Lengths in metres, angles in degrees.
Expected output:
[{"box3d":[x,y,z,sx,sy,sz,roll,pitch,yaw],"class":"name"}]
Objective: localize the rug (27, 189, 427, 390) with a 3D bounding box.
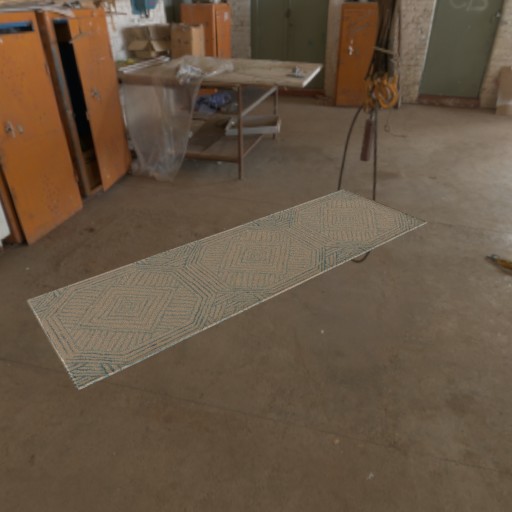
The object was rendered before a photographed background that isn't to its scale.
[{"box3d":[0.000,0.000,2.709,2.452,0.012,0.775,-22,37,-32],"class":"rug"}]
